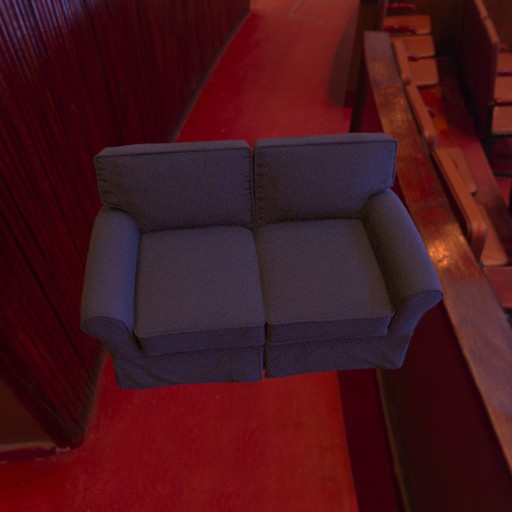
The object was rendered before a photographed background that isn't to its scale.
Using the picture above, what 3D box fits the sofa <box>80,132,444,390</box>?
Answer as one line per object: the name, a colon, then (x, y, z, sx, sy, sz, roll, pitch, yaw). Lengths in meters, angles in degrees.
sofa: (0.000, 0.000, 2.505, 1.801, 1.059, 0.997, -4, 46, -4)
